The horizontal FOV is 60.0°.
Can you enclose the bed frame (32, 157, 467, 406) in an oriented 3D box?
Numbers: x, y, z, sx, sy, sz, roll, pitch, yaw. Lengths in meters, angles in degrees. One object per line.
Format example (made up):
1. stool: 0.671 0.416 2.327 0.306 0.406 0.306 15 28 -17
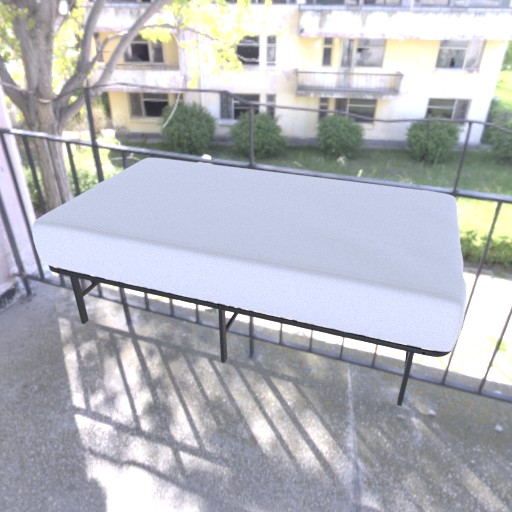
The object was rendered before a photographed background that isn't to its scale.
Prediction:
1. bed frame: 0.000 0.000 2.322 1.908 0.640 1.025 10 32 17
